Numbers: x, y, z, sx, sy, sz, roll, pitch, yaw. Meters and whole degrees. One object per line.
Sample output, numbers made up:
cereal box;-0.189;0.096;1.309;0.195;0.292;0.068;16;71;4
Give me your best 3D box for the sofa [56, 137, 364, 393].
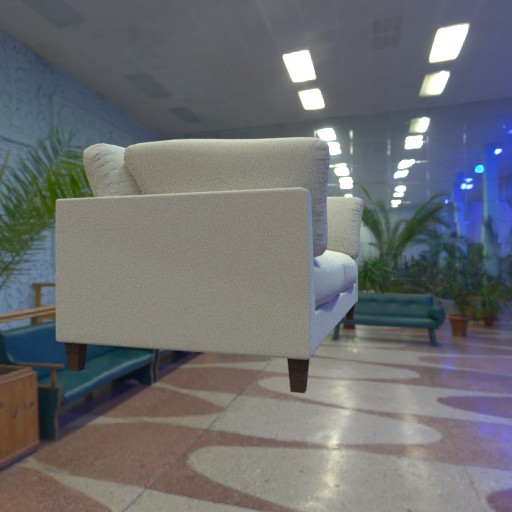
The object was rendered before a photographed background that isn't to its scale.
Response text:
sofa;0.000;0.000;2.264;0.970;0.836;1.776;0;0;18
